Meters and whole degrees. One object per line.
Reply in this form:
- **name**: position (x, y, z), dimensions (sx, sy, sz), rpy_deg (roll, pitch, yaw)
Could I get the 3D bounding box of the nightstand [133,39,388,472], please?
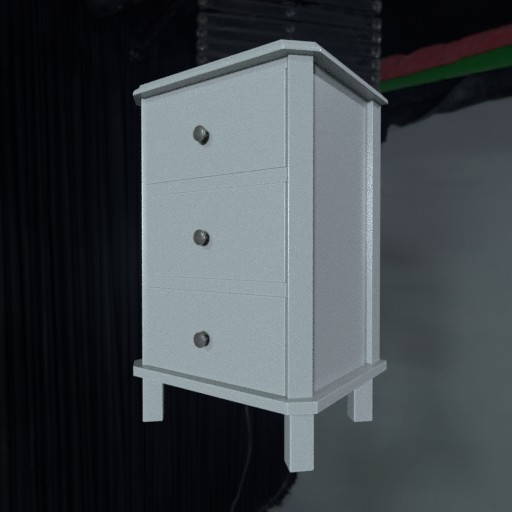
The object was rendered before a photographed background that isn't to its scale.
- **nightstand**: position (0.000, 0.000, 0.925), dimensions (0.435, 0.680, 0.348), rpy_deg (1, 1, 36)
